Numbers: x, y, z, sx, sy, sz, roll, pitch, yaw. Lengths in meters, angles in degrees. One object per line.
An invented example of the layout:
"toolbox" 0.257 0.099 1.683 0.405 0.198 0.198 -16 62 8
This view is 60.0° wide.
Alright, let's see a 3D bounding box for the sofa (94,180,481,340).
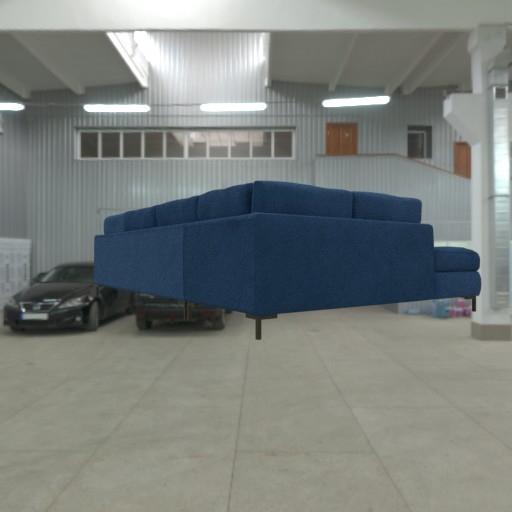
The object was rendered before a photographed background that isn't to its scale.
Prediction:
"sofa" 0.000 0.000 3.872 2.007 0.815 2.949 0 0 -35
